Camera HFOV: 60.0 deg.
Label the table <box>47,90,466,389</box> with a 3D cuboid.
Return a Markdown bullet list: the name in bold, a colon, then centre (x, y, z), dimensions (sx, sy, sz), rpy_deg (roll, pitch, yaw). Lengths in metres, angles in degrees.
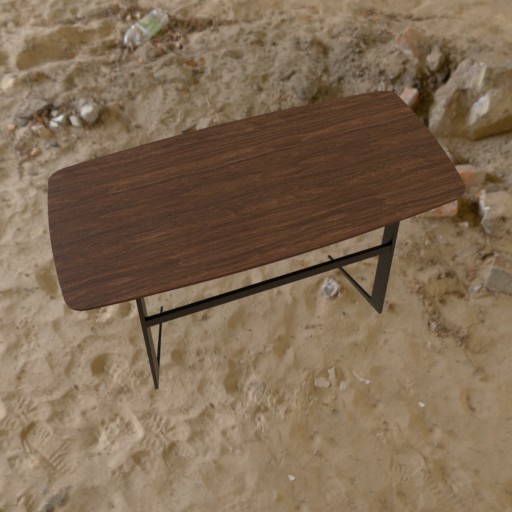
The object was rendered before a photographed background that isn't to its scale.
- **table**: centre (0.000, 0.000, 1.132), dimensions (0.804, 0.576, 0.361), rpy_deg (-17, 61, -10)
